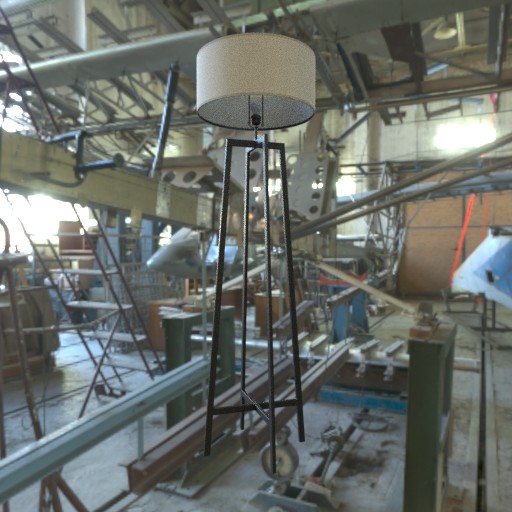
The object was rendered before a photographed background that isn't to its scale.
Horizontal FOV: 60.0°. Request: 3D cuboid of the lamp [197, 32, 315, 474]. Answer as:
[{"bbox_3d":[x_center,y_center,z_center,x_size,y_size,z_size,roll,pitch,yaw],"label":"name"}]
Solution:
[{"bbox_3d":[0.000,0.000,1.731,0.457,1.510,0.456,0,1,-18],"label":"lamp"}]
